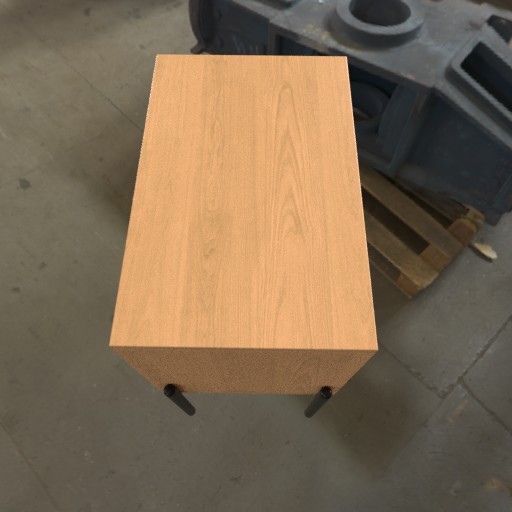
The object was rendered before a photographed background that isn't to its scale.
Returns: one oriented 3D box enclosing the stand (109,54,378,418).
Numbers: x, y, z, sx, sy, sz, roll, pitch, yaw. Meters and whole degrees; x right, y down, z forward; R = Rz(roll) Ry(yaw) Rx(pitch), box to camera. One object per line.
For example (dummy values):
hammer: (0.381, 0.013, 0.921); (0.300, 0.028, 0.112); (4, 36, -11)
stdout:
stand: (0.000, 0.000, 1.012); (0.400, 0.600, 0.630); (1, 64, 0)
